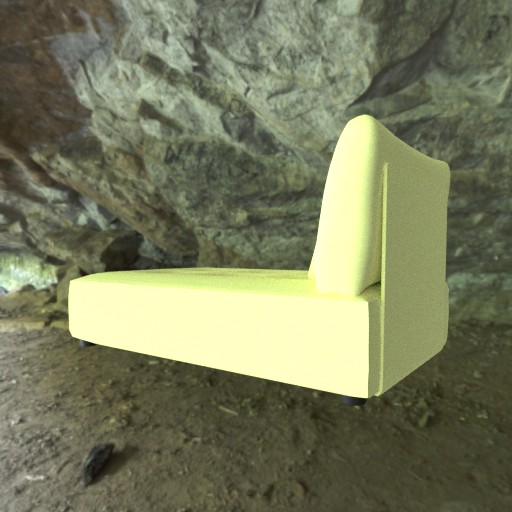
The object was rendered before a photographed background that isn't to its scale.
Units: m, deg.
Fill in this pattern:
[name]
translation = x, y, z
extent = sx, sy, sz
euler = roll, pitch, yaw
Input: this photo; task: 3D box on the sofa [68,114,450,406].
[sofa]
translation = 0.000, 0.000, 1.981
extent = 1.450, 0.820, 0.930
euler = 1, 1, 36
